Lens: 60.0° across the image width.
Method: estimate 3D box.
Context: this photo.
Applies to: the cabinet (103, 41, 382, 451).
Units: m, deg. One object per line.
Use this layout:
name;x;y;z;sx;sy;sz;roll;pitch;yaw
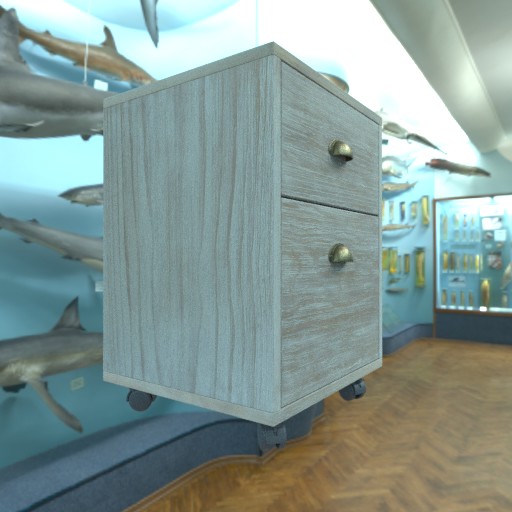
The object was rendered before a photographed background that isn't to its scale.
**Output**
cabinet;0.000;0.000;0.866;0.401;0.579;0.409;0;0;36
